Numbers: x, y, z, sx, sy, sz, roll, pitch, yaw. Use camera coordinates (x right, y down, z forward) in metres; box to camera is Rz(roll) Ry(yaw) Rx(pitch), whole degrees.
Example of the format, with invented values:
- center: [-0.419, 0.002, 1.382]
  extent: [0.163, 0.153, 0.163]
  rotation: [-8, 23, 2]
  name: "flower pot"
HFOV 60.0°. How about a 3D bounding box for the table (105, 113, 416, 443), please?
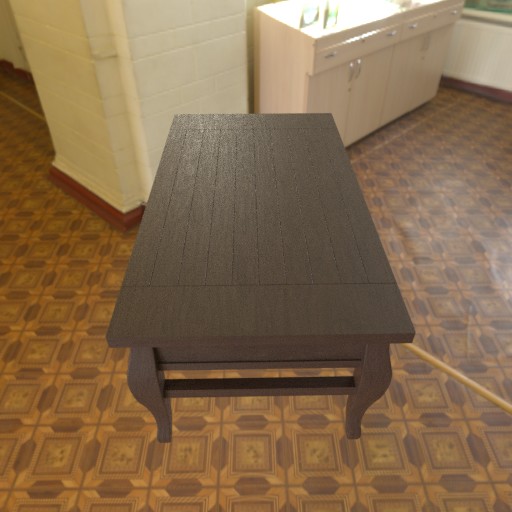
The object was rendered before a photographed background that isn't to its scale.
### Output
- center: [0.000, 0.000, 1.398]
  extent: [0.600, 0.494, 1.062]
  rotation: [-1, 40, -1]
  name: "table"
